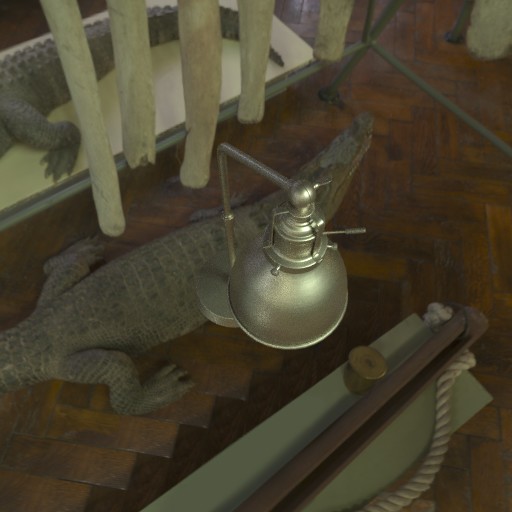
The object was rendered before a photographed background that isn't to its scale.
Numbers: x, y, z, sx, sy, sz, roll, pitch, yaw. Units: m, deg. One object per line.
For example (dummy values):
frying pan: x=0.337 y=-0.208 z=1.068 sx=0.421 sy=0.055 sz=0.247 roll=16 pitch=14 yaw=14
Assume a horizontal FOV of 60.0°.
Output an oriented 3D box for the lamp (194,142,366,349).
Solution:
lamp: x=0.000 y=0.000 z=0.589 sx=0.153 sy=0.456 sz=0.286 roll=-32 pitch=67 yaw=-16
